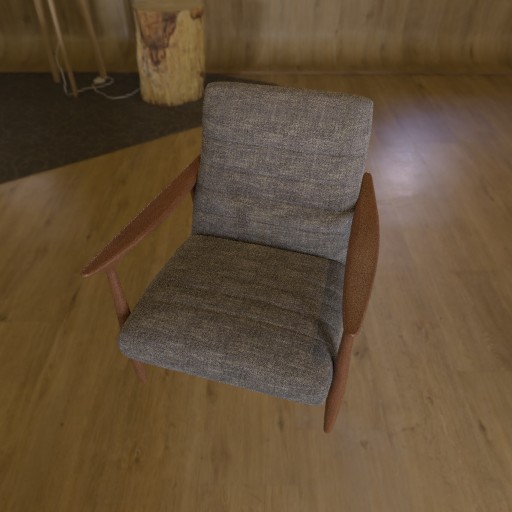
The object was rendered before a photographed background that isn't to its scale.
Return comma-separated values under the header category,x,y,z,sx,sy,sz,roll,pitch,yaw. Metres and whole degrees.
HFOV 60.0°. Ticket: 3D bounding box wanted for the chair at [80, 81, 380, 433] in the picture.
category,x,y,z,sx,sy,sz,roll,pitch,yaw
chair,0.000,0.000,1.436,0.741,0.832,0.798,11,43,12
